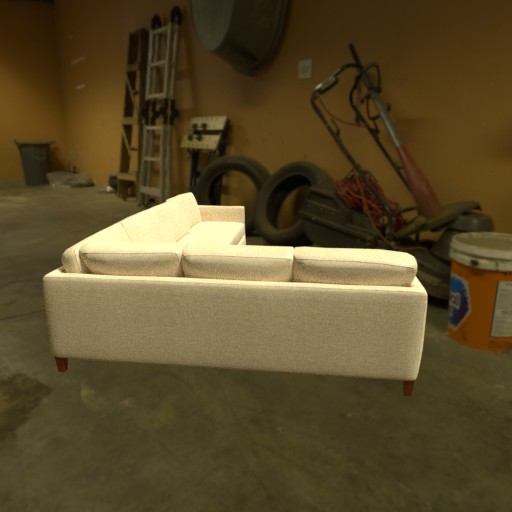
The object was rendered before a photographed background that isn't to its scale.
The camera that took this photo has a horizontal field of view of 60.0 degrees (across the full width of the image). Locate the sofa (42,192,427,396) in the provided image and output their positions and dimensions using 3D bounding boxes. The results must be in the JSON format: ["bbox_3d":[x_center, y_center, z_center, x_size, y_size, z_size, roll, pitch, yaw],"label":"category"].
[{"bbox_3d":[0.000,0.000,4.484,2.593,0.947,3.302,2,16,7],"label":"sofa"}]
